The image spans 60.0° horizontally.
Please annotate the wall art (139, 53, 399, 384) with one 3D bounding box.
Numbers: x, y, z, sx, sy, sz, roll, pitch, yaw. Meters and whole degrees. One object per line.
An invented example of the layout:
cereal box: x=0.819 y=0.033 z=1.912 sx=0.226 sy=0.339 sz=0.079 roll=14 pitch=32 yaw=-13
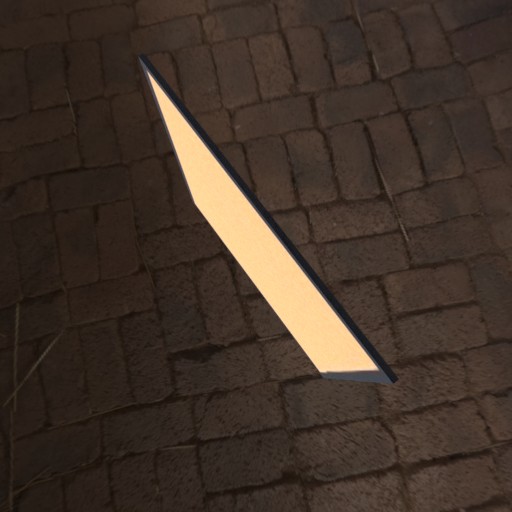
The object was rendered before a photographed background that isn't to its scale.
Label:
wall art: x=0.000 y=0.000 z=1.250 sx=0.013 sy=0.823 sz=0.823 roll=-35 pitch=78 yaw=-9
